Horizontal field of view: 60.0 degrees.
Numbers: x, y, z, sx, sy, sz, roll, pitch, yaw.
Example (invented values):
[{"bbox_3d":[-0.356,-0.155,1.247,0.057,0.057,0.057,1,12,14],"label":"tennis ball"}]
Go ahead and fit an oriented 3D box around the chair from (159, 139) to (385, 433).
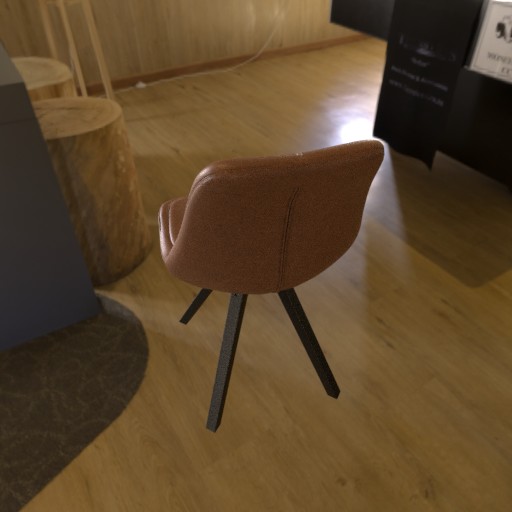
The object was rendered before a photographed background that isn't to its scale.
[{"bbox_3d":[0.000,0.000,1.158,0.475,0.850,0.550,-11,42,-12],"label":"chair"}]
